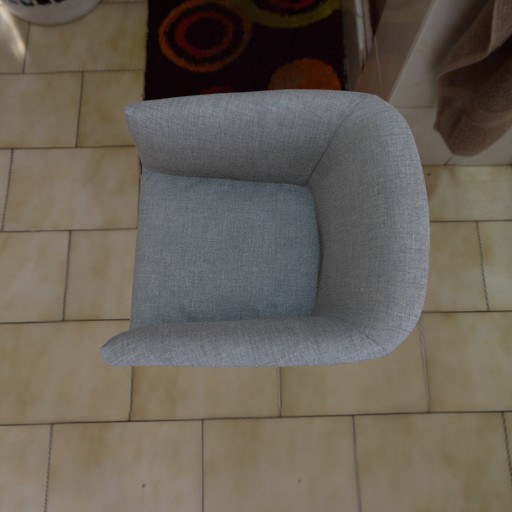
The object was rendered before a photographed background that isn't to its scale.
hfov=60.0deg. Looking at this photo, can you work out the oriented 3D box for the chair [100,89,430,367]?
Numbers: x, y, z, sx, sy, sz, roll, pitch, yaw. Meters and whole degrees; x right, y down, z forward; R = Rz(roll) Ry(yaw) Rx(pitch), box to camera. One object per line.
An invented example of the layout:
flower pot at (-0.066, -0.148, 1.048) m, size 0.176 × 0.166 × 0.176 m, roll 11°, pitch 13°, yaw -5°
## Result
chair at (0.000, 0.000, 1.221) m, size 0.668 × 0.771 × 0.600 m, roll 1°, pitch 76°, yaw 0°
